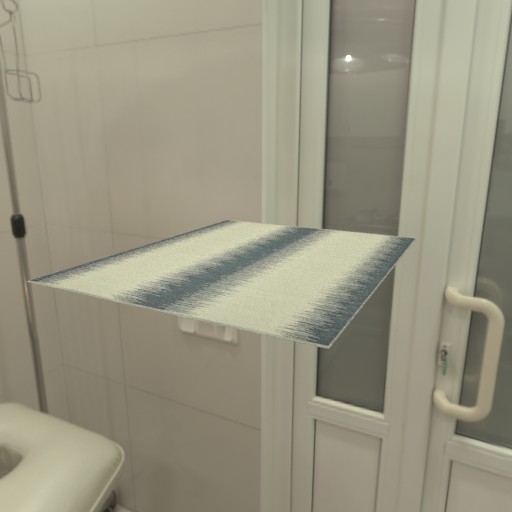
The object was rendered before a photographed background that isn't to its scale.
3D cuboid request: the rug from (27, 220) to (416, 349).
[{"bbox_3d":[0.000,0.000,4.183,2.453,0.004,3.037,8,17,27],"label":"rug"}]
